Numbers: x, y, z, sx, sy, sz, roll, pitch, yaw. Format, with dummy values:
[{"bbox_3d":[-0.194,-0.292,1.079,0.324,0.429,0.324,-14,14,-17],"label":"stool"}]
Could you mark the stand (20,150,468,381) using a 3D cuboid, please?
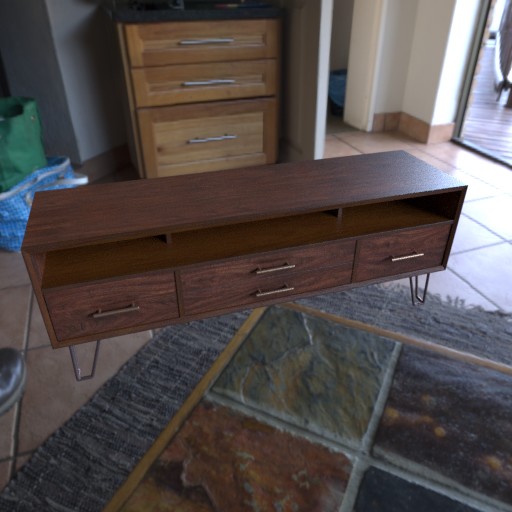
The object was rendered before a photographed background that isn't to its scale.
[{"bbox_3d":[0.000,0.000,1.879,1.626,0.610,0.481,-10,33,-15],"label":"stand"}]
